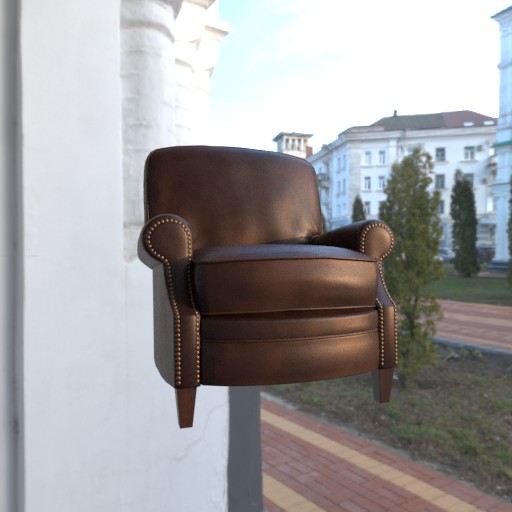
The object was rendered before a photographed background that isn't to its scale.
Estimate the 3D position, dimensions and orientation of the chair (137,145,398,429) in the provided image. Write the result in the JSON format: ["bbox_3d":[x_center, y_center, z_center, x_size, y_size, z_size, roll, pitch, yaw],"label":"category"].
[{"bbox_3d":[0.000,0.000,1.786,0.936,1.018,0.986,0,1,-18],"label":"chair"}]
